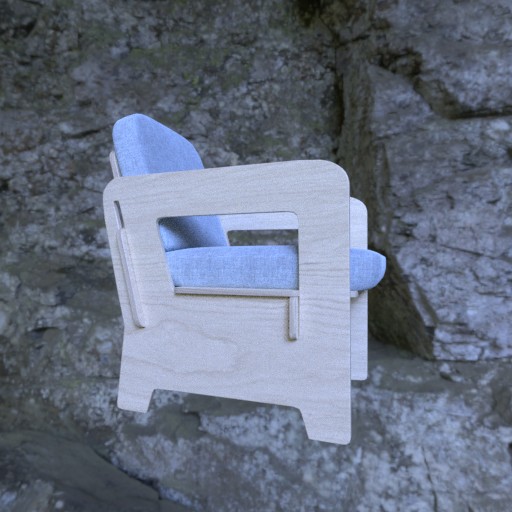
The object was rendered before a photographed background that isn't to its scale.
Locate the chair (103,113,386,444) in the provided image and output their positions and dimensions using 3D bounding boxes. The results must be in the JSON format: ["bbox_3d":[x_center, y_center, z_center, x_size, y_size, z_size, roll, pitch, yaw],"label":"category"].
[{"bbox_3d":[0.000,0.000,1.276,0.710,0.800,0.590,0,-1,18],"label":"chair"}]
